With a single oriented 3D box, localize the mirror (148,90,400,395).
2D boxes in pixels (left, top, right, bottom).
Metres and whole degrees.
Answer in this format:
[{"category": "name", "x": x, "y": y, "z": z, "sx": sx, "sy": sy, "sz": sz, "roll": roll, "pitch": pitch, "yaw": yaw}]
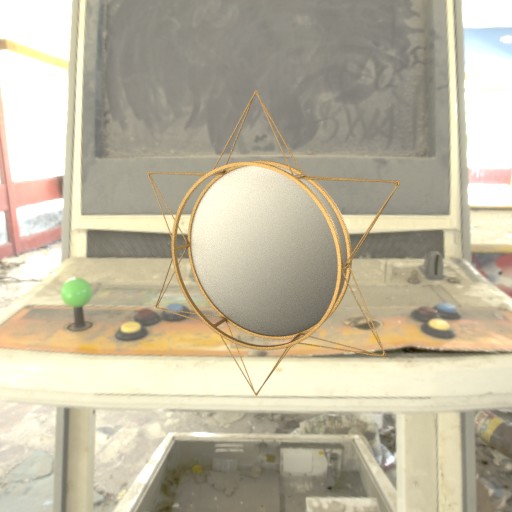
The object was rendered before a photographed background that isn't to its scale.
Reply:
[{"category": "mirror", "x": 0.000, "y": 0.000, "z": 0.825, "sx": 0.498, "sy": 0.581, "sz": 0.062, "roll": 7, "pitch": 16, "yaw": 27}]
